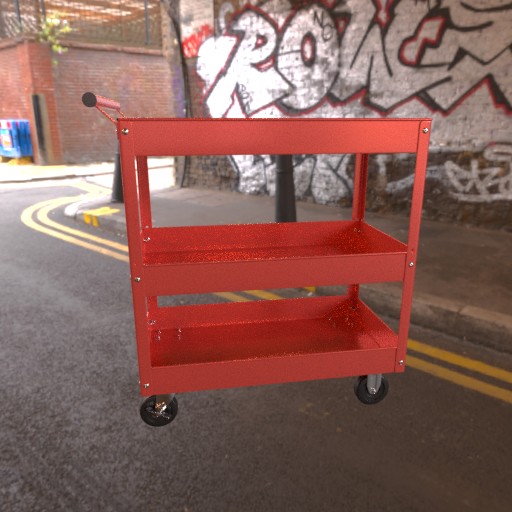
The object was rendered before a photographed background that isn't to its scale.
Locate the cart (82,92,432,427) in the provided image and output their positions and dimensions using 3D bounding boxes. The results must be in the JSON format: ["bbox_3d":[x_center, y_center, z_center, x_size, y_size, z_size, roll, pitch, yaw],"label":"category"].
[{"bbox_3d":[0.000,0.000,1.163,0.719,0.780,0.366,-3,17,-9],"label":"cart"}]
